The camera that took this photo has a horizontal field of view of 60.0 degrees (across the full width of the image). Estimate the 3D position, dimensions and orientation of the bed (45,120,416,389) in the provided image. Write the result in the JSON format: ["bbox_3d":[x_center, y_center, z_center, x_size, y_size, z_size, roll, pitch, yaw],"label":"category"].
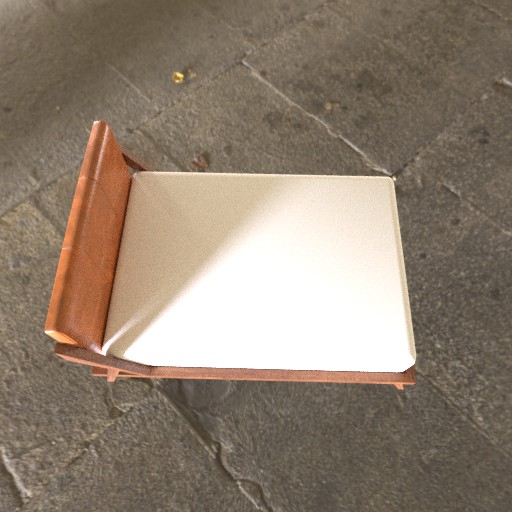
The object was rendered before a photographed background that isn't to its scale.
[{"bbox_3d":[0.000,0.000,3.242,2.311,1.168,1.651,1,65,1],"label":"bed"}]
